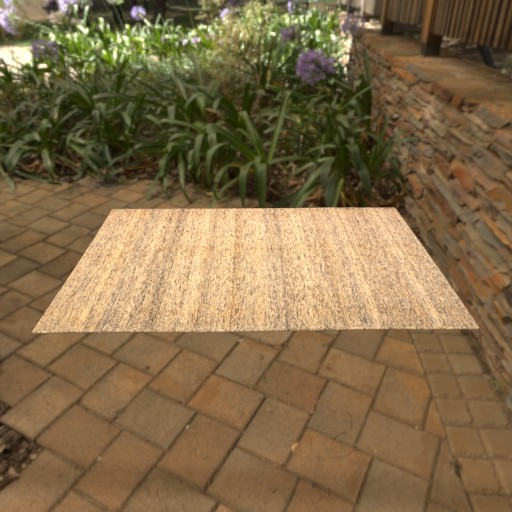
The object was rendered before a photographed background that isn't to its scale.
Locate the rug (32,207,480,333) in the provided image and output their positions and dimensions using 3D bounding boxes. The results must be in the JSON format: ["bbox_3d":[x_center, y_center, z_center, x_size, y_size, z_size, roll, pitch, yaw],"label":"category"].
[{"bbox_3d":[0.000,0.000,2.357,1.846,0.014,1.243,0,30,-1],"label":"rug"}]
